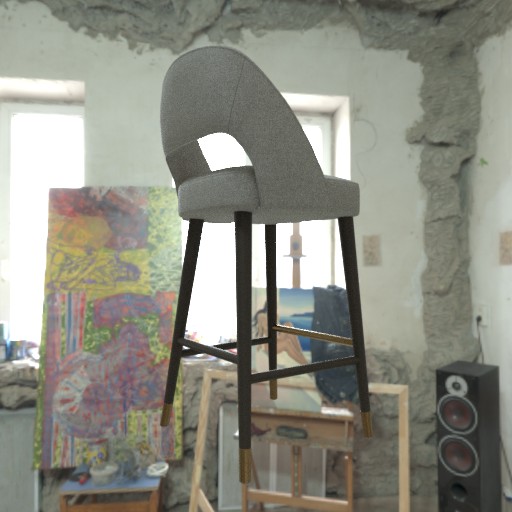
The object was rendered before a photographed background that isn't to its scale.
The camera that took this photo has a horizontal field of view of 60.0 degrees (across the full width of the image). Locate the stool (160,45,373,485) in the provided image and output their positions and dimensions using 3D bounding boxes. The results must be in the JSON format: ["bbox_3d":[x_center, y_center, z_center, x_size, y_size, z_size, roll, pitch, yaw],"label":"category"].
[{"bbox_3d":[0.000,0.000,1.298,0.509,1.037,0.494,0,0,-37],"label":"stool"}]
